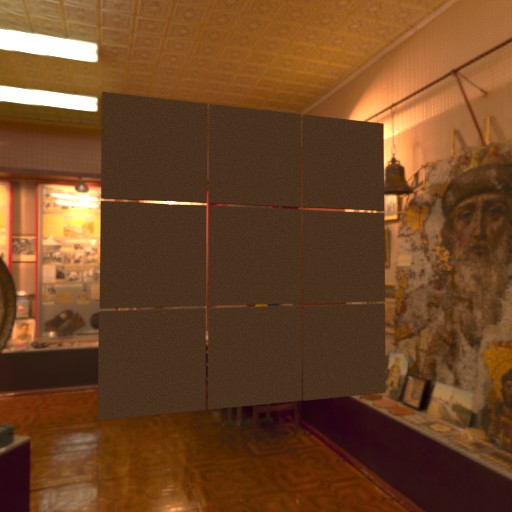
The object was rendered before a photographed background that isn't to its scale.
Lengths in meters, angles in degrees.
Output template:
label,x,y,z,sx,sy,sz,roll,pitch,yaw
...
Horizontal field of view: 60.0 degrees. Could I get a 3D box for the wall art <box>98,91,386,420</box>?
label,x,y,z,sx,sy,sz,roll,pitch,yaw
wall art,0.000,0.000,1.824,1.216,1.216,0.013,0,-2,-18
